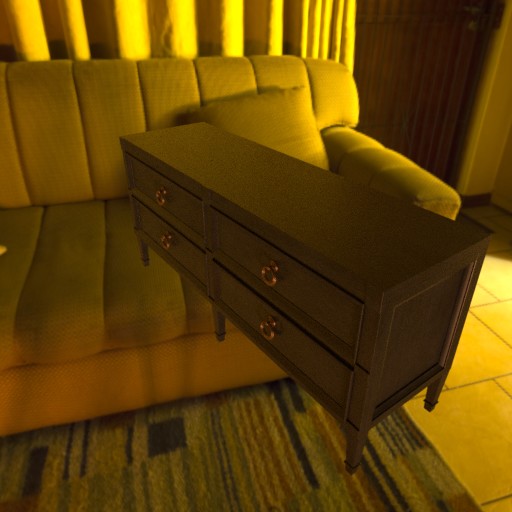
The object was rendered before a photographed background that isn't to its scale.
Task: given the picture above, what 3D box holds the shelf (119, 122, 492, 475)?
[{"bbox_3d":[0.000,0.000,1.846,0.479,0.719,1.575,-21,36,-31],"label":"shelf"}]
